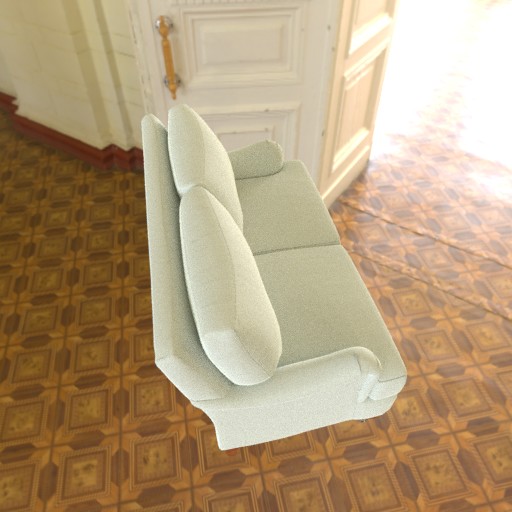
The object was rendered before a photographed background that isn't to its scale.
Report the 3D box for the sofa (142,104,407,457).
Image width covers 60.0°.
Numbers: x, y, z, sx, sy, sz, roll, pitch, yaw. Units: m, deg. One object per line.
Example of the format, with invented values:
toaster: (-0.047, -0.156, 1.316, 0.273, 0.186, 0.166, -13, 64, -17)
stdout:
sofa: (0.000, 0.000, 2.533, 1.084, 1.101, 1.853, -9, 46, -8)
